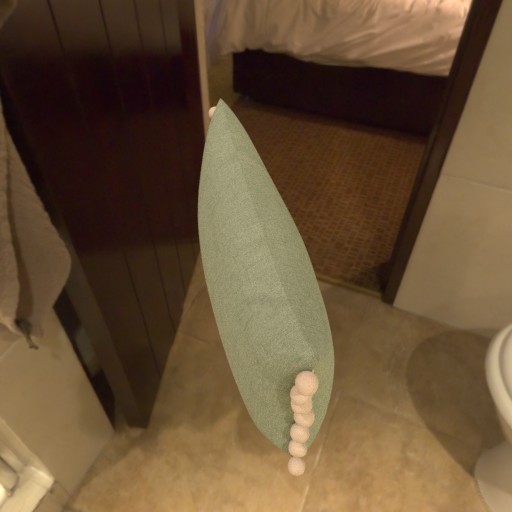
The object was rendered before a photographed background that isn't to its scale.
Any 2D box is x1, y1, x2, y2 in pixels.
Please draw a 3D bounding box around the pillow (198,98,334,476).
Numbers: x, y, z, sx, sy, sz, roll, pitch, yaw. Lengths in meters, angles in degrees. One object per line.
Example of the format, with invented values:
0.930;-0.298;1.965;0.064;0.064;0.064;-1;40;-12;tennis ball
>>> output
0.000;0.000;0.843;0.201;0.322;0.709;-9;46;-9;pillow
